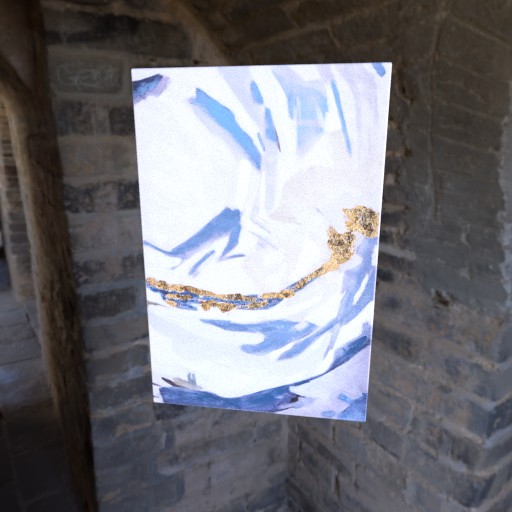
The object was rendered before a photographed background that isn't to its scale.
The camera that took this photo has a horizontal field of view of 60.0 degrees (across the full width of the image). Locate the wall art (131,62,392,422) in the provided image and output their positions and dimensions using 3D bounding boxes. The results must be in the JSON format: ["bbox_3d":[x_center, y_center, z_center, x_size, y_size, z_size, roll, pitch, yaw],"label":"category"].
[{"bbox_3d":[0.000,0.000,1.147,0.610,0.914,0.016,2,15,9],"label":"wall art"}]
